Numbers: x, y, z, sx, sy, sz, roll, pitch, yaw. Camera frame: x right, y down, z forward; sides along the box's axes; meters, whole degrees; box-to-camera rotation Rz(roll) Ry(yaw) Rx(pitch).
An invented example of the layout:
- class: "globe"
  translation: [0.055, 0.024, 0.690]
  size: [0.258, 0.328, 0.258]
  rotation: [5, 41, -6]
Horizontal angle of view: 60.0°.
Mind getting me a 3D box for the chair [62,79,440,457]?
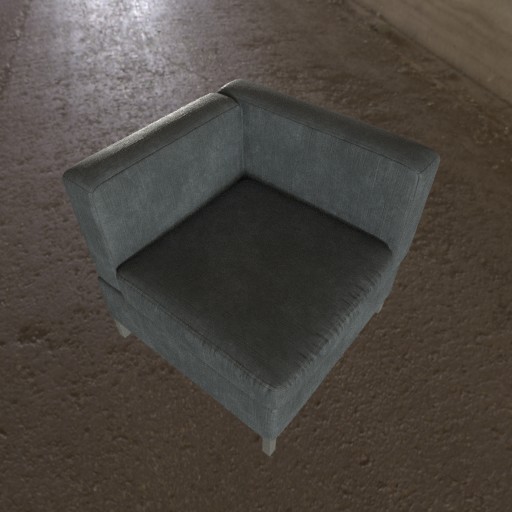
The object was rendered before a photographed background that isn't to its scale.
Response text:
- class: "chair"
  translation: [0.000, 0.000, 1.268]
  size: [0.680, 0.660, 0.680]
  rotation: [30, 53, 26]
